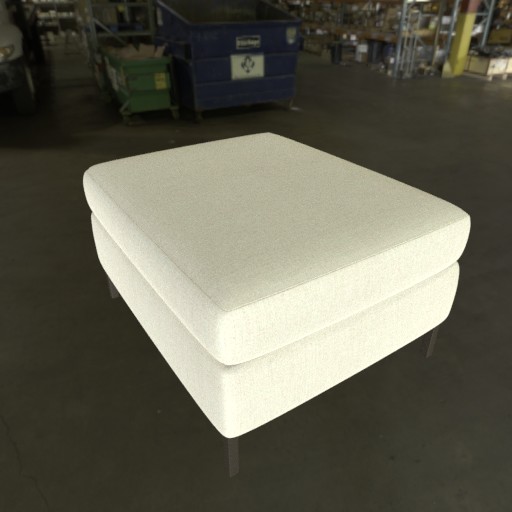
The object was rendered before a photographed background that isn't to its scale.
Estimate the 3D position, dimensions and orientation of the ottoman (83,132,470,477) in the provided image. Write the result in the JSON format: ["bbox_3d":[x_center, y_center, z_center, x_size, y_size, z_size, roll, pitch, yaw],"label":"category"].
[{"bbox_3d":[0.000,0.000,1.171,0.657,0.453,0.794,-19,36,-28],"label":"ottoman"}]
